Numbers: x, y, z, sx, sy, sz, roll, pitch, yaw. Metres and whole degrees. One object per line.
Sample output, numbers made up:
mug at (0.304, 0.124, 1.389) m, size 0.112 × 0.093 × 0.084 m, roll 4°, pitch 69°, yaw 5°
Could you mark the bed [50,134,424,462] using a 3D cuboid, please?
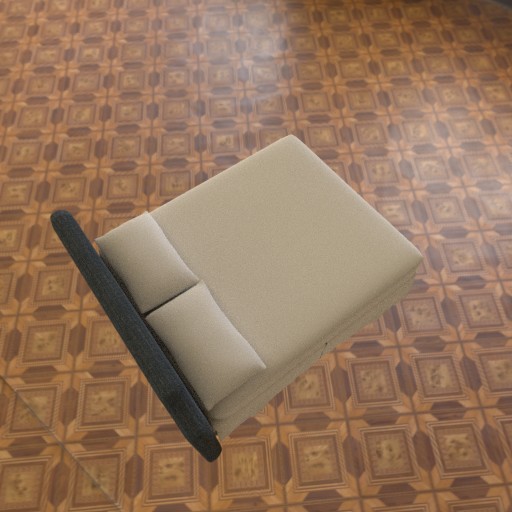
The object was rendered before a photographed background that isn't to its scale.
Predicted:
bed at (0.000, 0.000, 3.367) m, size 2.208 × 1.297 × 1.828 m, roll -33°, pitch 65°, yaw -17°
